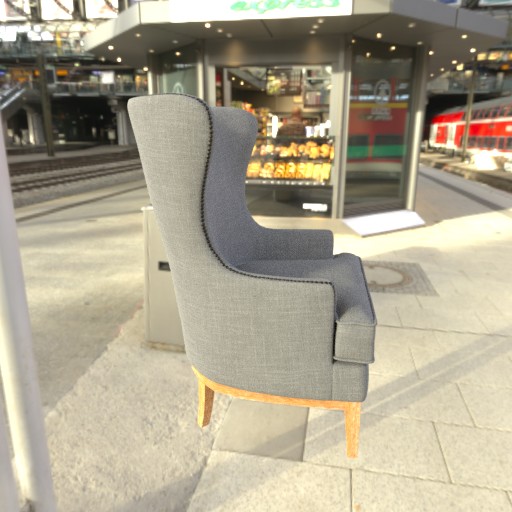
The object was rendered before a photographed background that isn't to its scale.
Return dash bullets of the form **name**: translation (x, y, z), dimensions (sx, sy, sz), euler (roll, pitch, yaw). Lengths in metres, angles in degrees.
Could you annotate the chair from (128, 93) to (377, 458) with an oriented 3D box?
- **chair**: translation (0.000, 0.000, 1.775), dimensions (0.883, 1.176, 0.864), euler (2, 16, 9)
